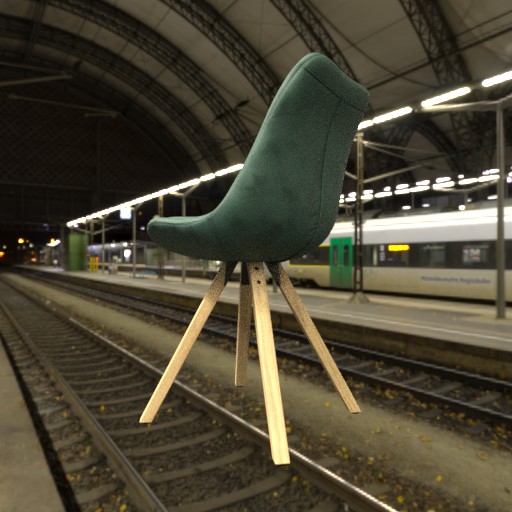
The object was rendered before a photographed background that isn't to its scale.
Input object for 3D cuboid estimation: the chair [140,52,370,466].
[{"bbox_3d":[0.000,0.000,1.193,0.547,0.865,0.483,0,0,36],"label":"chair"}]
